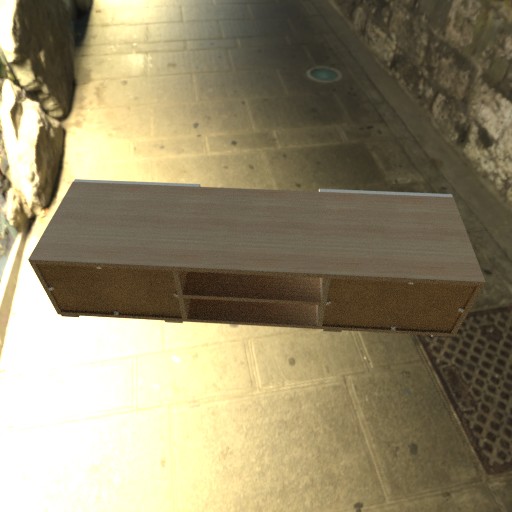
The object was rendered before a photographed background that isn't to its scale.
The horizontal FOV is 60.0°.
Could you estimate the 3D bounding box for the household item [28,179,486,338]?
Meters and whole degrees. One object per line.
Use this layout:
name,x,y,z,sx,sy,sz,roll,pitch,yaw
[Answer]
household item,0.000,0.000,1.607,1.400,0.310,0.420,3,47,3
